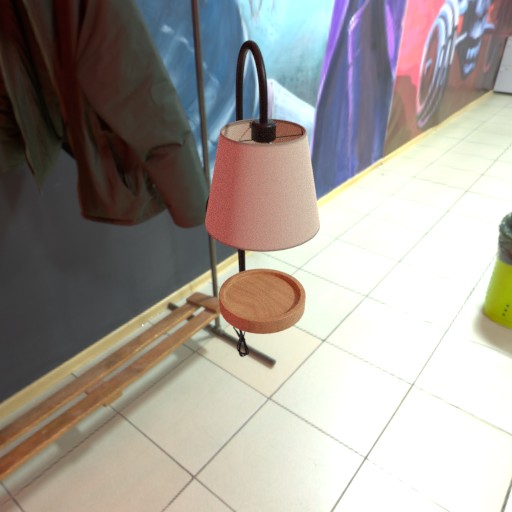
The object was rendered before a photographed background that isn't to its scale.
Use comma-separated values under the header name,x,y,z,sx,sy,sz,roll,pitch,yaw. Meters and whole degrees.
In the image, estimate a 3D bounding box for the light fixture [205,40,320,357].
name,x,y,z,sx,sy,sz,roll,pitch,yaw
light fixture,0.000,0.000,0.938,0.220,0.821,0.299,-10,34,-16
